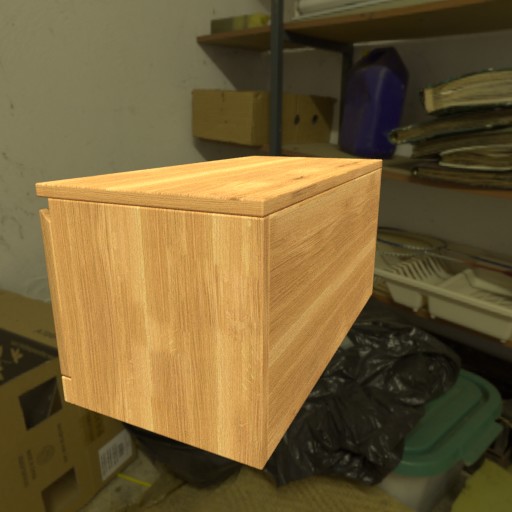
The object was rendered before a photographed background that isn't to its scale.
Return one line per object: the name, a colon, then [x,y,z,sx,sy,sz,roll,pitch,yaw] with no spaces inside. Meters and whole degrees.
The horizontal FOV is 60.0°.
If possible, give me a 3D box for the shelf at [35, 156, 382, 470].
shelf: [0.000,0.000,1.025,0.400,0.400,0.800,8,18,24]
